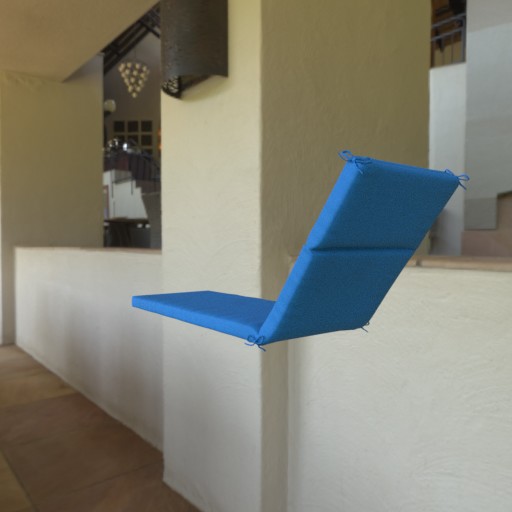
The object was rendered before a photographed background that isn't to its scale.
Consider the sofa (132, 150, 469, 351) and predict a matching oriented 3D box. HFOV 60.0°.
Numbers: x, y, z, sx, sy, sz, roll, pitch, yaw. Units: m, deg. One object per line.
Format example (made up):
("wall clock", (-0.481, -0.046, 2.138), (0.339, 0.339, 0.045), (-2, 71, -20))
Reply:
("sofa", (0.000, 0.000, 1.983), (0.582, 0.622, 1.663), (-1, 2, -37))
